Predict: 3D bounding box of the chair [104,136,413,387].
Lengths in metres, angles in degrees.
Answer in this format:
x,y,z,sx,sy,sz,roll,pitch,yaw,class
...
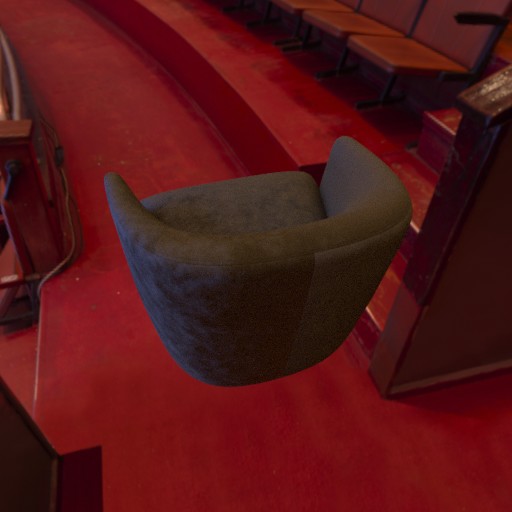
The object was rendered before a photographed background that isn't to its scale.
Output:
x,y,z,sx,sy,sz,roll,pitch,yaw,class
0.000,0.000,1.342,0.773,0.698,0.767,-12,44,-13,chair
